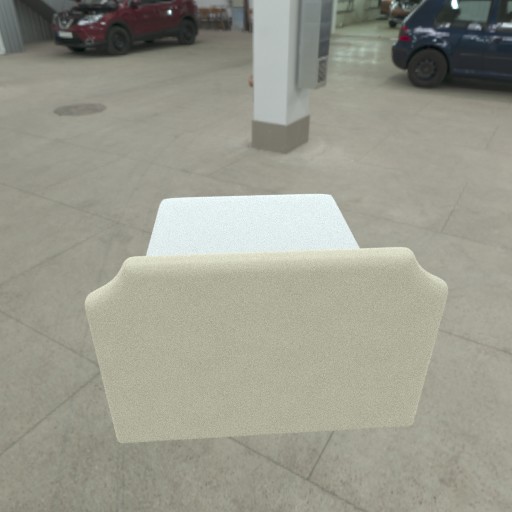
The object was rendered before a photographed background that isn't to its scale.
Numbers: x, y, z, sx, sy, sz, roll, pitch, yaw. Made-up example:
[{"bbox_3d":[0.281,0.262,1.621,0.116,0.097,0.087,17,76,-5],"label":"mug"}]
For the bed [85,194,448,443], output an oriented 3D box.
[{"bbox_3d":[0.000,0.000,3.321,1.827,1.296,2.209,-2,32,-3],"label":"bed"}]
